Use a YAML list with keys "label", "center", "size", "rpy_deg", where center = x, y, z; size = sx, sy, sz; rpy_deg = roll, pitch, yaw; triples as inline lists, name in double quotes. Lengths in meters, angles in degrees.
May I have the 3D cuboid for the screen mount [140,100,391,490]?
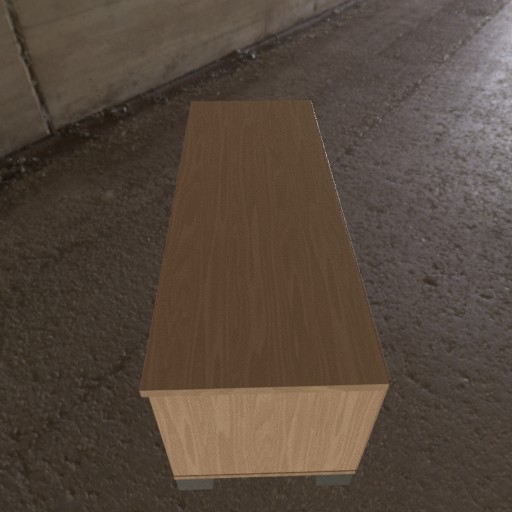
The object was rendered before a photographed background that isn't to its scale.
- label: "screen mount"
  center: [0.000, 0.000, 1.253]
  size: [0.406, 0.432, 1.084]
  rpy_deg: [-1, 43, -1]
